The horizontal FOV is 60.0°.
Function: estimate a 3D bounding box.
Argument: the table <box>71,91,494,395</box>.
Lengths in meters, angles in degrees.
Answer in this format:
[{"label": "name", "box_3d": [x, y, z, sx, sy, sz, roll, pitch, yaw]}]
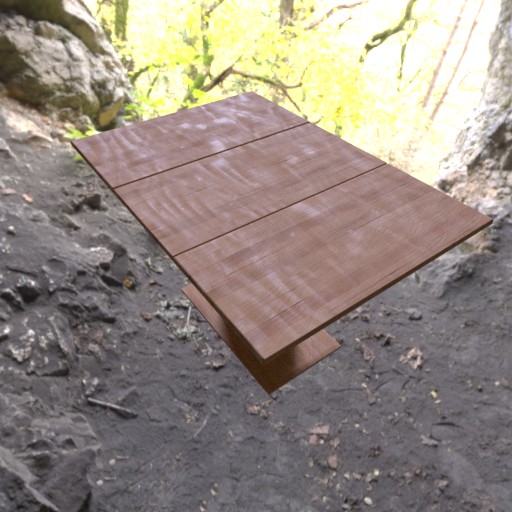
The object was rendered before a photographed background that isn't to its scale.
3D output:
[{"label": "table", "box_3d": [0.000, 0.000, 1.838, 0.900, 0.770, 1.300, -26, 48, -26]}]
